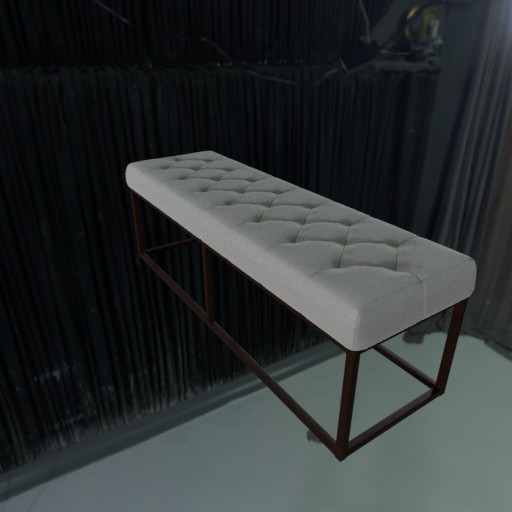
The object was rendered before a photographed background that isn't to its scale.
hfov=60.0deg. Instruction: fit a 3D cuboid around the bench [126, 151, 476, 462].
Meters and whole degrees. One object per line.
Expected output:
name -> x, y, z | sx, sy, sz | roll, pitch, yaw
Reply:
bench -> 0.000, 0.000, 1.715 | 0.479, 0.488, 1.488 | -17, 31, -30
